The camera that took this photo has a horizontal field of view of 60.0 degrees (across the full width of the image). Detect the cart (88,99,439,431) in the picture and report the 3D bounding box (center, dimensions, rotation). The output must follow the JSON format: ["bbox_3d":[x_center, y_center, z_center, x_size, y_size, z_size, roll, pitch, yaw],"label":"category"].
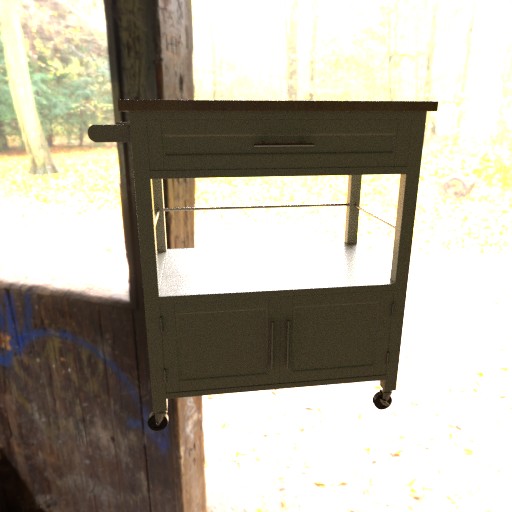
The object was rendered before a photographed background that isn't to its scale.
[{"bbox_3d":[0.000,0.000,1.379,0.840,0.901,0.459,-2,18,-8],"label":"cart"}]
